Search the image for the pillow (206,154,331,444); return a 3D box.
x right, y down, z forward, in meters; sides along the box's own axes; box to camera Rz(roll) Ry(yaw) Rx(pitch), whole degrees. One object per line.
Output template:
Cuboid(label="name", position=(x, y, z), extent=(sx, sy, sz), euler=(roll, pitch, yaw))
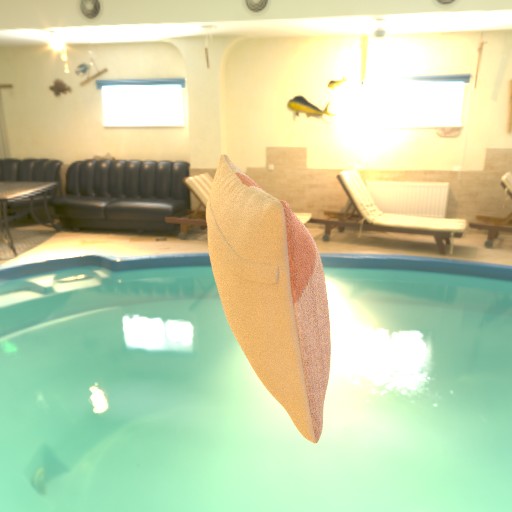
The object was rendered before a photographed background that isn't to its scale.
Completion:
Cuboid(label="pillow", position=(0.000, 0.000, 0.734), extent=(0.155, 0.292, 0.609), euler=(-3, 17, -9))
